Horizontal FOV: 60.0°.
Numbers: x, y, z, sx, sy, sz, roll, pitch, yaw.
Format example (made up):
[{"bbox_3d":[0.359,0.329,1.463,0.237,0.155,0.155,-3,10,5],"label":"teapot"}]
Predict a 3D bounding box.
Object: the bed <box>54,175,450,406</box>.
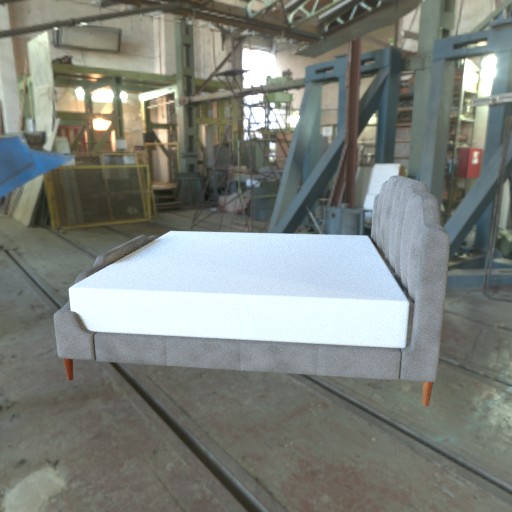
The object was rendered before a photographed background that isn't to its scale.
[{"bbox_3d":[0.000,0.000,3.550,2.340,1.245,2.074,2,14,7],"label":"bed"}]
